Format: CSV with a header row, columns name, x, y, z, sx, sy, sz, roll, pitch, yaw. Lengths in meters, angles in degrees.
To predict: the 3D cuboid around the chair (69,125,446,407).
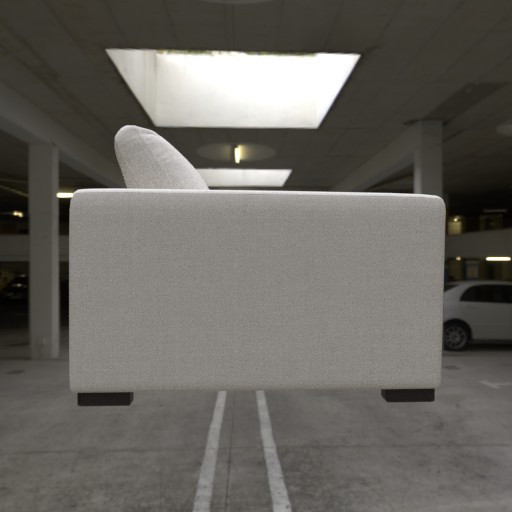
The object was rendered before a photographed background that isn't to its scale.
name,x,y,z,sx,sy,sz,roll,pitch,yaw
chair,0.000,0.000,1.797,1.100,0.876,1.070,0,0,-2
